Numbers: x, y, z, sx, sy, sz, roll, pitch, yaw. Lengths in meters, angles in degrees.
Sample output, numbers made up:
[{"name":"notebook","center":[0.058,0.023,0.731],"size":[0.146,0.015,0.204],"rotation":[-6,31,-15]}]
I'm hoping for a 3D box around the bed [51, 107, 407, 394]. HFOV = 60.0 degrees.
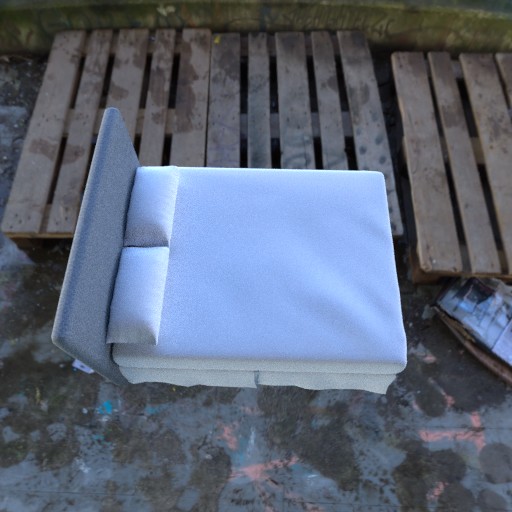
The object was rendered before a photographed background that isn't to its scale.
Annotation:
[{"name":"bed","center":[0.000,0.000,3.246],"size":[2.142,1.330,1.723],"rotation":[1,64,1]}]
